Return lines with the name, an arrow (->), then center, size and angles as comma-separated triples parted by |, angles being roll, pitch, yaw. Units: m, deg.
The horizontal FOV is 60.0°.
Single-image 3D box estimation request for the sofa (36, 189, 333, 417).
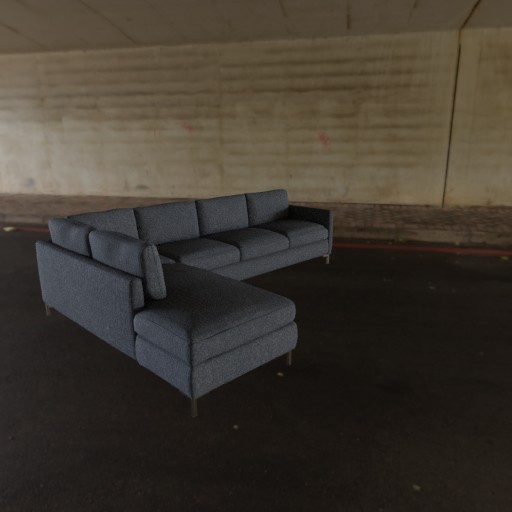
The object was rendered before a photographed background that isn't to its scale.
sofa -> 0.000, 0.000, 3.818 | 2.007, 0.815, 2.949 | 14, 20, 42
